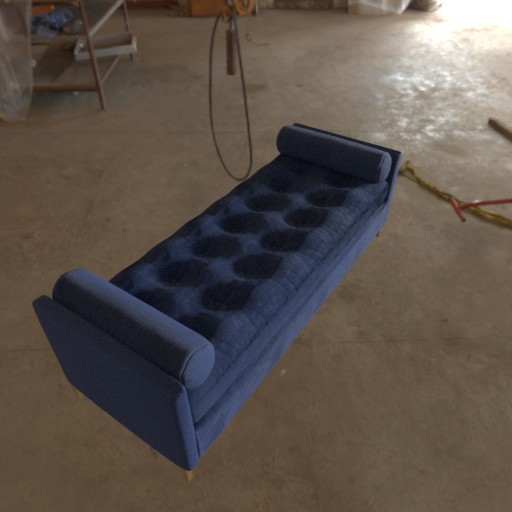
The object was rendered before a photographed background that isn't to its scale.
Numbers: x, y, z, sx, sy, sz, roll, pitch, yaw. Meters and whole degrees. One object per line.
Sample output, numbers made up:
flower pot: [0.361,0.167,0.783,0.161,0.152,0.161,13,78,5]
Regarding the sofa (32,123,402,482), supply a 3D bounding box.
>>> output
sofa: [0.000,0.000,2.440,0.796,0.705,2.102,24,46,25]
